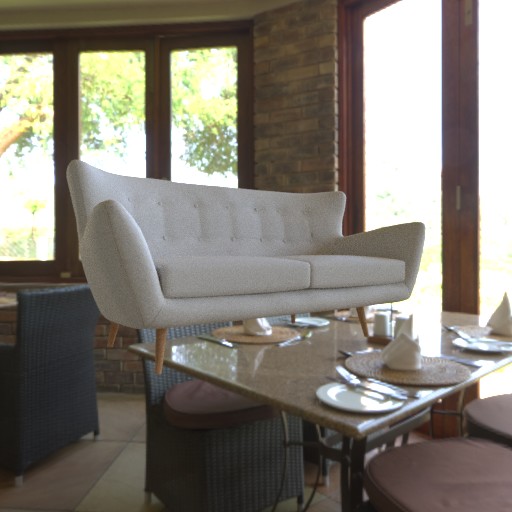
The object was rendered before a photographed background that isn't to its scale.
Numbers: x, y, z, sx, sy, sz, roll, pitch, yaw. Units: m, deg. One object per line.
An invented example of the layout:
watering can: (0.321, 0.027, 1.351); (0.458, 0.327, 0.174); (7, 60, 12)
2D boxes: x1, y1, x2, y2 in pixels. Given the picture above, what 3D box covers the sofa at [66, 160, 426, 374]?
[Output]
sofa: (0.000, 0.000, 2.404); (1.930, 0.890, 0.899); (0, 1, -37)
